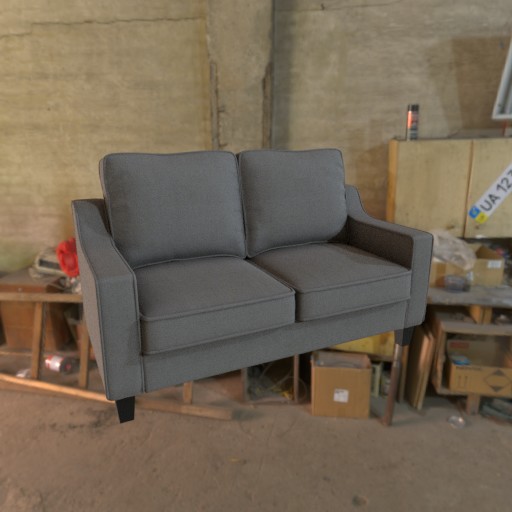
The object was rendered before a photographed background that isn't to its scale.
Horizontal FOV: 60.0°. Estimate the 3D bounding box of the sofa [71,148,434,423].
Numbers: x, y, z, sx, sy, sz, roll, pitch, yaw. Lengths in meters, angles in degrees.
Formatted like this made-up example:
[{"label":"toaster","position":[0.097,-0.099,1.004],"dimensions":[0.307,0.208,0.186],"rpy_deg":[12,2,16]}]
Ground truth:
[{"label":"sofa","position":[0.000,0.000,2.067],"dimensions":[1.500,0.948,0.791],"rpy_deg":[-8,18,-25]}]
